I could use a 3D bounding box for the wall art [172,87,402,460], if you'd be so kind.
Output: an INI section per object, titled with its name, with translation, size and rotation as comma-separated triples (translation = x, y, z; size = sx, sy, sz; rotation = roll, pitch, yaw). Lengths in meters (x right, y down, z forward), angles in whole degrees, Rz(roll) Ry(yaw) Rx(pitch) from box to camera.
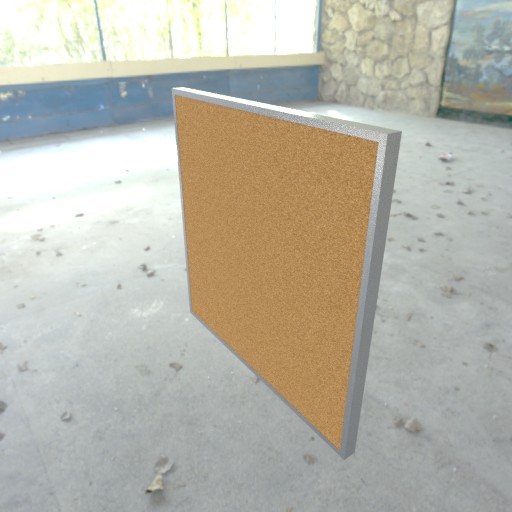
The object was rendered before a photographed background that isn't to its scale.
[wall art]
translation = 0.000, 0.000, 1.230
size = 0.038, 0.806, 0.806
rotation = -18, 32, -32
